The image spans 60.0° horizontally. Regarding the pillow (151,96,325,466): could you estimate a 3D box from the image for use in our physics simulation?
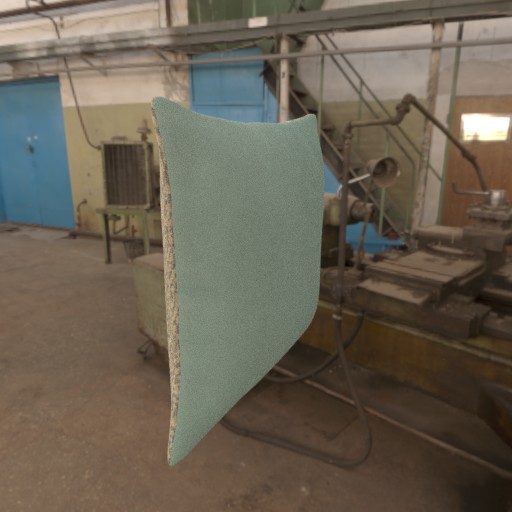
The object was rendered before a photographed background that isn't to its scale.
[{"bbox_3d":[0.000,0.000,0.797,0.166,0.507,0.526,8,17,26],"label":"pillow"}]
